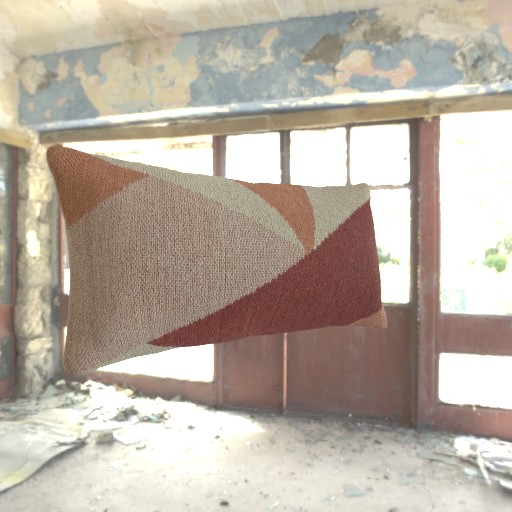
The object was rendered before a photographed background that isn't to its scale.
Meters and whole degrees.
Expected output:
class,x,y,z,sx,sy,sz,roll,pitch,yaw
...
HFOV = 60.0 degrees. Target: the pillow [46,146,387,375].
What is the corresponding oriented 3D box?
class,x,y,z,sx,sy,sz,roll,pitch,yaw
pillow,0.000,0.000,0.712,0.609,0.292,0.155,-1,1,-36
